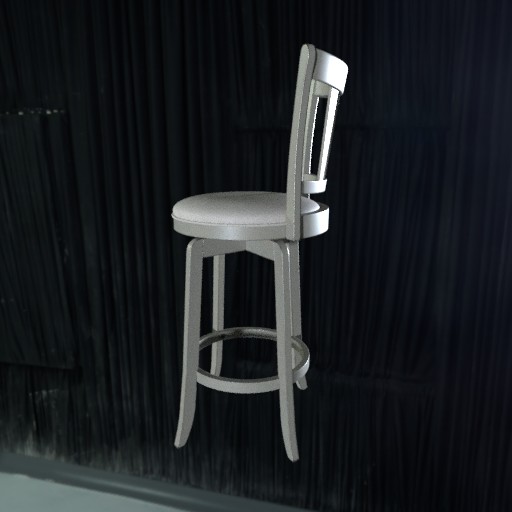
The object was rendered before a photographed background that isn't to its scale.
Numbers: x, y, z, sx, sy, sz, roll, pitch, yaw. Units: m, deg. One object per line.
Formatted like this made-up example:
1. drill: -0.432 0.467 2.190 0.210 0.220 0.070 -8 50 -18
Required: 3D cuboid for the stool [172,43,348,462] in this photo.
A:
1. stool: 0.000 0.000 1.290 0.475 1.042 0.436 2 14 10
